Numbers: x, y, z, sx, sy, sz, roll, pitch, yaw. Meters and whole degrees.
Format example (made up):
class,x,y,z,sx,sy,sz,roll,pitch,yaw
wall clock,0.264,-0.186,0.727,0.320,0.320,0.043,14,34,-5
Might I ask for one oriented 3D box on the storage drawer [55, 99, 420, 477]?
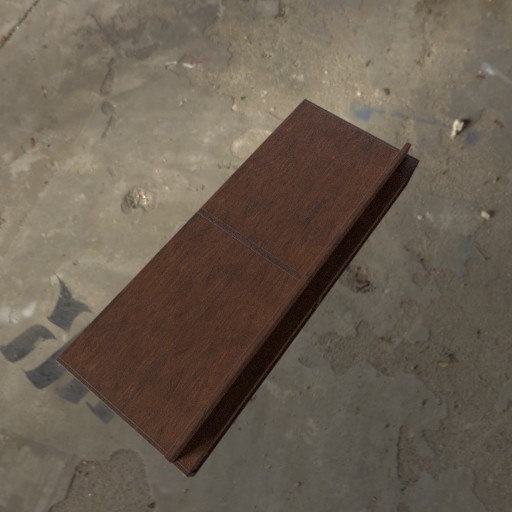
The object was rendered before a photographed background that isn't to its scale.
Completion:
class,x,y,z,sx,sy,sz,roll,pitch,yaw
storage drawer,0.000,0.000,2.236,0.774,0.339,1.914,34,68,15
